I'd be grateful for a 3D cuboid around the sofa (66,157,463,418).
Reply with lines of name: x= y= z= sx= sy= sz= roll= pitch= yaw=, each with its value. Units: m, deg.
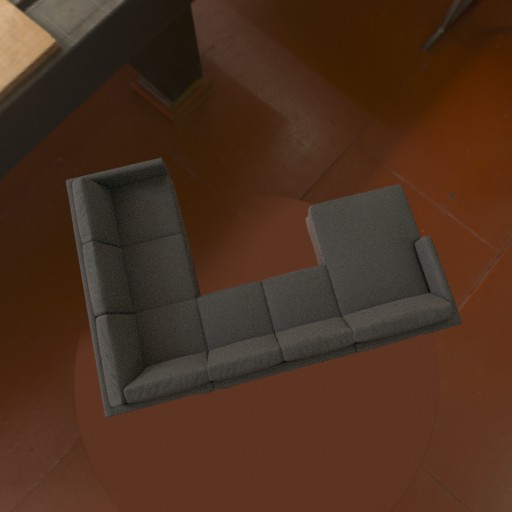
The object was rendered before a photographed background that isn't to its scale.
sofa: x=0.000 y=0.000 z=4.658 sx=3.528 sy=0.878 sz=2.476 roll=-14 pitch=77 yaw=-3
